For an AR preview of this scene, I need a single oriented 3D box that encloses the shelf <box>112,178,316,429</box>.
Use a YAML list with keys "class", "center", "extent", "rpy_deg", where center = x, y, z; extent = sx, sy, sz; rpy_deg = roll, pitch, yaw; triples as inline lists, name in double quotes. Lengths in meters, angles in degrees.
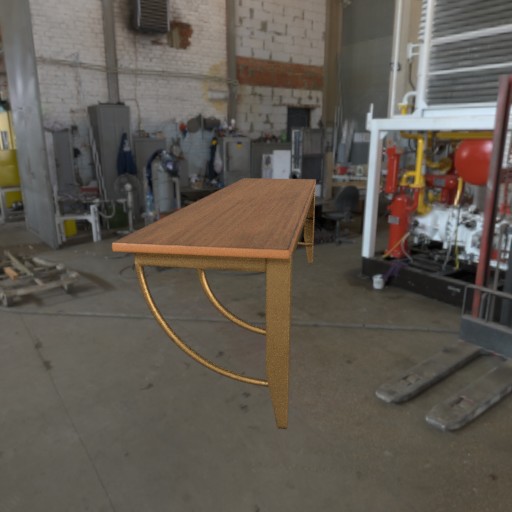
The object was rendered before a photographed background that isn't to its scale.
- class: "shelf"
  center: [0.000, 0.000, 0.726]
  extent: [0.166, 0.190, 0.636]
  rpy_deg: [3, 16, 9]
